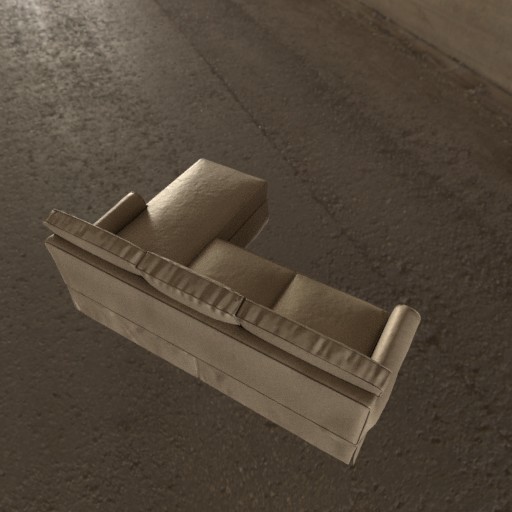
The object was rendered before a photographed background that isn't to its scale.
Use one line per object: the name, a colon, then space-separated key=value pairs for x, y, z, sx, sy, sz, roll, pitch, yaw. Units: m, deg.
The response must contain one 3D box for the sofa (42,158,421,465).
sofa: x=0.000 y=0.000 z=3.340 sx=2.475 sy=0.978 sz=1.733 roll=23 pitch=51 yaw=21
